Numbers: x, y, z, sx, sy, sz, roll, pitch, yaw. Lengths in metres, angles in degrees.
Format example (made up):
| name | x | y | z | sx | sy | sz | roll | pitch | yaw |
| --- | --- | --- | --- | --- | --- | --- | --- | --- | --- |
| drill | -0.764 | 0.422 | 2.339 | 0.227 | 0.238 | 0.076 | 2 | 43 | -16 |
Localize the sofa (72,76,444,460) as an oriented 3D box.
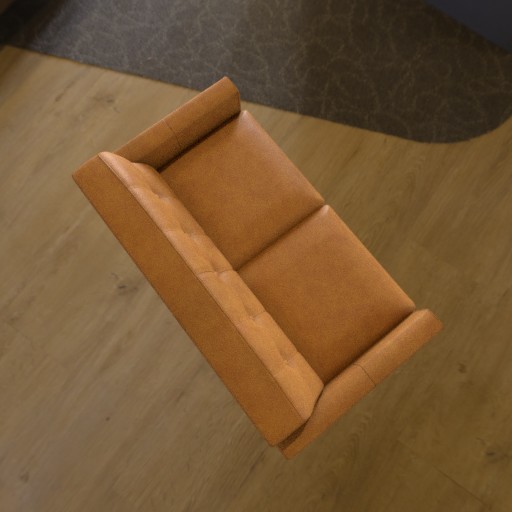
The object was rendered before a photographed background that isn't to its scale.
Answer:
| name | x | y | z | sx | sy | sz | roll | pitch | yaw |
| --- | --- | --- | --- | --- | --- | --- | --- | --- | --- |
| sofa | 0.000 | 0.000 | 2.247 | 0.952 | 0.925 | 1.651 | -37 | 80 | -8 |
